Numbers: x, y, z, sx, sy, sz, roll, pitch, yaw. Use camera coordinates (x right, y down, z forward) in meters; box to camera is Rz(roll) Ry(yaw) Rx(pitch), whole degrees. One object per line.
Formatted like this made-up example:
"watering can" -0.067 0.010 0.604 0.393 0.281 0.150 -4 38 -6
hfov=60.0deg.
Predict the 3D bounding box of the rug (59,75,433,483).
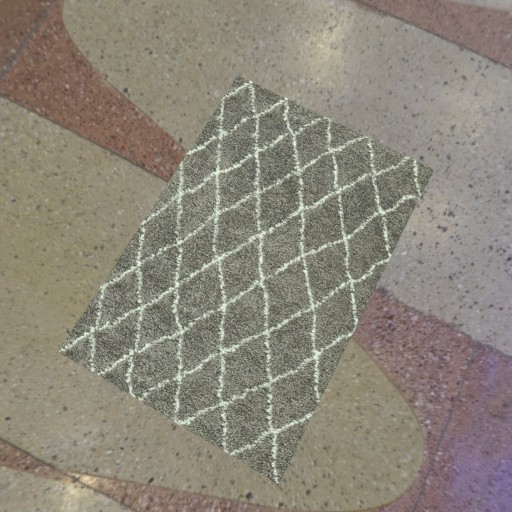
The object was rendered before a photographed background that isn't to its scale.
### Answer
"rug" 0.000 0.000 2.281 1.219 0.030 1.778 28 77 7
